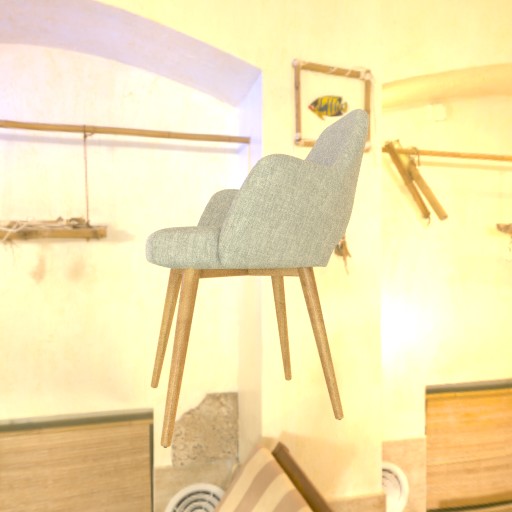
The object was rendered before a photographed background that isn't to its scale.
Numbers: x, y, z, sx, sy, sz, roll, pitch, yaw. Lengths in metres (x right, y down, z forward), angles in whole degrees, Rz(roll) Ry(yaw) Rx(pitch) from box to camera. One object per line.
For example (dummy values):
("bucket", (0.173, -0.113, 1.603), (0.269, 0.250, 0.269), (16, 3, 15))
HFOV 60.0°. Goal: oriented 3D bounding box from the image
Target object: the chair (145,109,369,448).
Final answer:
("chair", (0.000, 0.000, 1.266), (0.610, 0.840, 0.590), (0, 0, -16))
